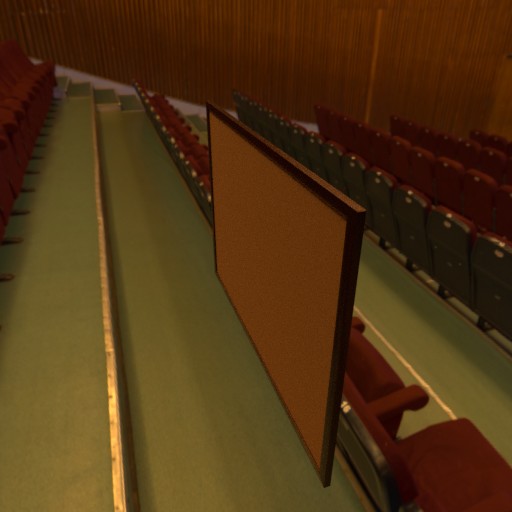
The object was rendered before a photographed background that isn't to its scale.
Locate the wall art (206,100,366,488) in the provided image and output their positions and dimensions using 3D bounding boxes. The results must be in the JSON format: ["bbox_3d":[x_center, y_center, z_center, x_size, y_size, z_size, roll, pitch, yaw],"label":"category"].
[{"bbox_3d":[0.000,0.000,1.029,0.014,0.559,0.816,-10,30,-17],"label":"wall art"}]
